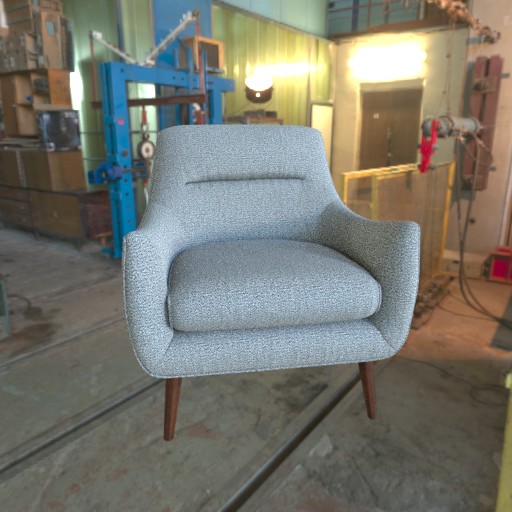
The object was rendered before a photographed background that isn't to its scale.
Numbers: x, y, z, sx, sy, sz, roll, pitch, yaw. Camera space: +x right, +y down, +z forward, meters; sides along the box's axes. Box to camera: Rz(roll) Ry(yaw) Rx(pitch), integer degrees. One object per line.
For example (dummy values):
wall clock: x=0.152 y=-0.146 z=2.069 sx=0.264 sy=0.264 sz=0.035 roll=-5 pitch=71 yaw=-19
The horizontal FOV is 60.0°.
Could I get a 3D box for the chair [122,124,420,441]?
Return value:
chair: x=0.000 y=0.000 z=1.457 sx=0.762 sy=0.838 sz=0.787 roll=-2 pitch=16 yaw=-9
